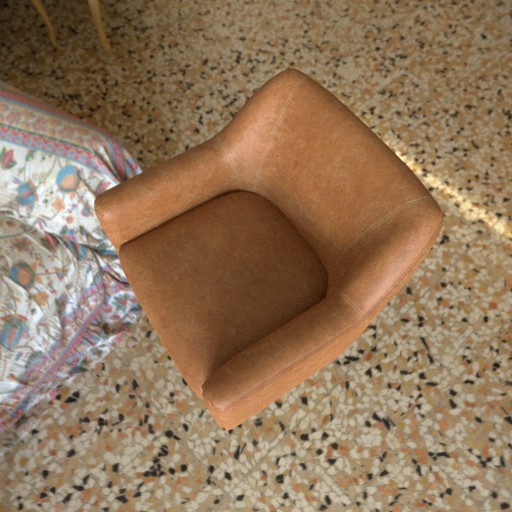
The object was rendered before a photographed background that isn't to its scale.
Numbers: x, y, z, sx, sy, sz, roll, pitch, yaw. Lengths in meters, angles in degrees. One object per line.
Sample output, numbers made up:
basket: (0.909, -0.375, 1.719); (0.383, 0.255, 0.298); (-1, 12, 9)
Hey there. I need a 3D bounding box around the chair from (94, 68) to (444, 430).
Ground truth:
chair: (0.000, 0.000, 1.904); (1.034, 0.980, 1.037); (-30, 66, -15)
